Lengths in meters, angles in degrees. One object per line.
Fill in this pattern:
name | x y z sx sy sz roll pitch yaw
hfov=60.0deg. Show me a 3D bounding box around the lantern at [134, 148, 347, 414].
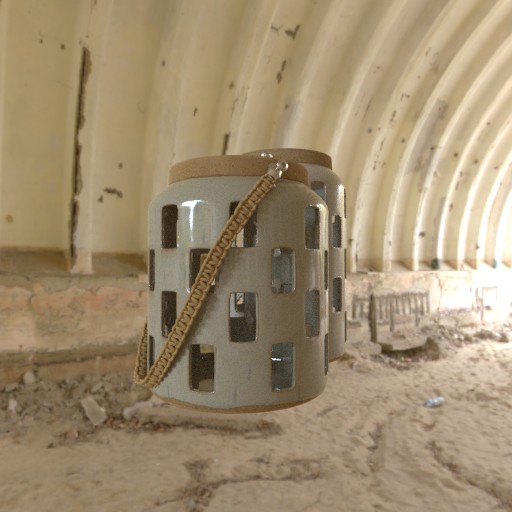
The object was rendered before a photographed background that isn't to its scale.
lantern | 0.000 0.000 0.498 0.184 0.255 0.347 0 -1 18
